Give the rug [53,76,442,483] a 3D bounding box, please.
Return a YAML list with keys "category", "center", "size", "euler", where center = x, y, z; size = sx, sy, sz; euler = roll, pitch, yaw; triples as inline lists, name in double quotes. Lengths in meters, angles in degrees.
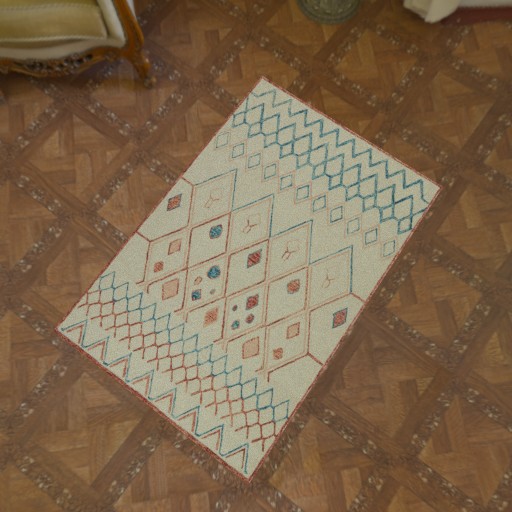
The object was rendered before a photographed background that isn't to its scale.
- category: "rug"
  center: [0.000, 0.000, 2.340]
  size: [1.219, 0.016, 1.829]
  euler: [35, 78, 8]
